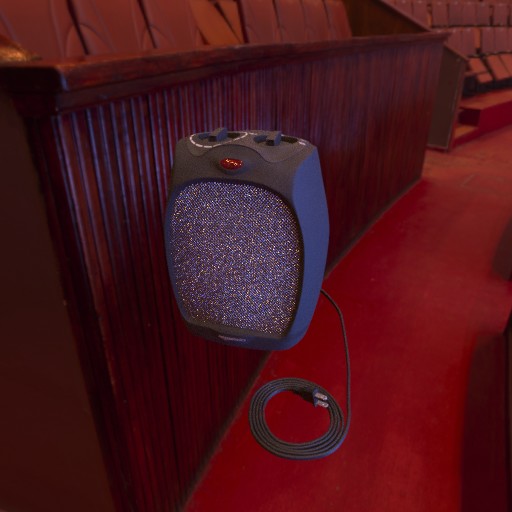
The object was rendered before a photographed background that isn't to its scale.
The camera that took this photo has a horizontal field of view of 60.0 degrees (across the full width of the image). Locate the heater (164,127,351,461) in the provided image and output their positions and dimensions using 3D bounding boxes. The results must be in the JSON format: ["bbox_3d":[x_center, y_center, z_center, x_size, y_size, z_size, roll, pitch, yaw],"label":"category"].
[{"bbox_3d":[0.000,0.000,0.474,0.239,0.240,0.291,8,29,14],"label":"heater"}]
